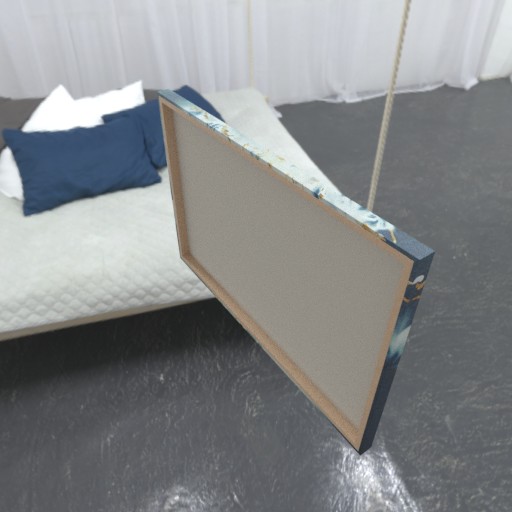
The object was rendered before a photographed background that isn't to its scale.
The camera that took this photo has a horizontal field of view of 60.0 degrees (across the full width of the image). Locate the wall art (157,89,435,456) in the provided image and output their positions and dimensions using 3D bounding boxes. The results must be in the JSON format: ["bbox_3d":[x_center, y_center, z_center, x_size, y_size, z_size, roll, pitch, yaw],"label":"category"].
[{"bbox_3d":[0.000,0.000,1.162,0.038,0.608,0.912,-24,45,-27],"label":"wall art"}]
